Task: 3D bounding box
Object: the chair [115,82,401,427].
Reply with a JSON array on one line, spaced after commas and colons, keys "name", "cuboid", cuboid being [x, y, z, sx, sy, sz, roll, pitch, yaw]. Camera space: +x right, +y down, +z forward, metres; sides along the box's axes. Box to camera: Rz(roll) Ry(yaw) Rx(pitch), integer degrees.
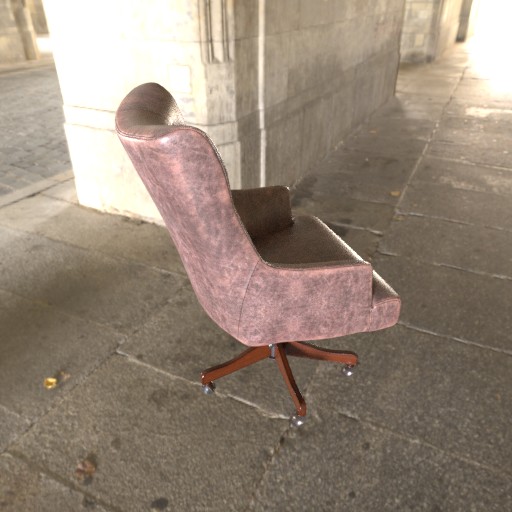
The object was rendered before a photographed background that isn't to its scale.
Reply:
[{"name": "chair", "cuboid": [0.000, 0.000, 1.477, 0.762, 1.035, 0.641, -10, 32, -16]}]
